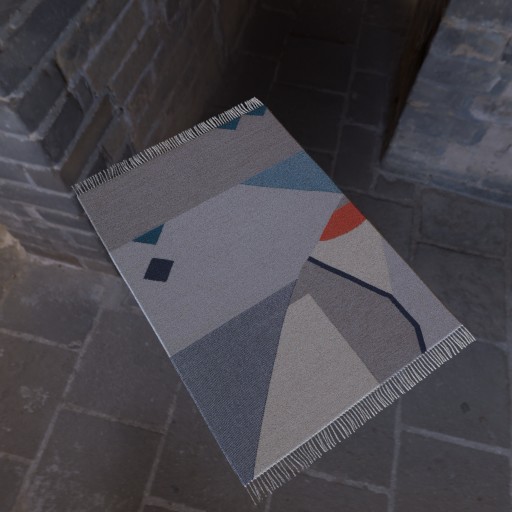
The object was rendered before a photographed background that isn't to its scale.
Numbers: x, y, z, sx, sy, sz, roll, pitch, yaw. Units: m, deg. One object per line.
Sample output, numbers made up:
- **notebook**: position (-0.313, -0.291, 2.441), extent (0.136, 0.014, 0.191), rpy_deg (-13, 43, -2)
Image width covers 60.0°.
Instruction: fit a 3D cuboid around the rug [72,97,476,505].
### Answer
- **rug**: position (0.000, 0.000, 2.222), extent (1.220, 0.005, 1.828), rpy_deg (-31, 67, -14)
